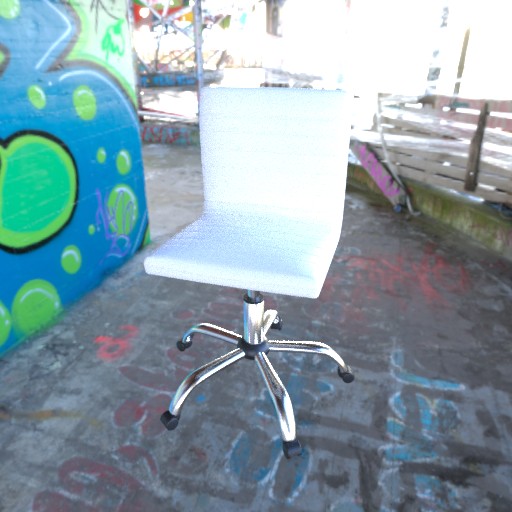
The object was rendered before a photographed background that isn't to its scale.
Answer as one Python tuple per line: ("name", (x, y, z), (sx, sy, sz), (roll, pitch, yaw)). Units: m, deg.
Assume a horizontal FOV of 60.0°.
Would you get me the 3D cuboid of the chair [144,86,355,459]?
("chair", (0.000, 0.000, 1.128), (0.556, 0.780, 0.530), (7, 27, 15))
